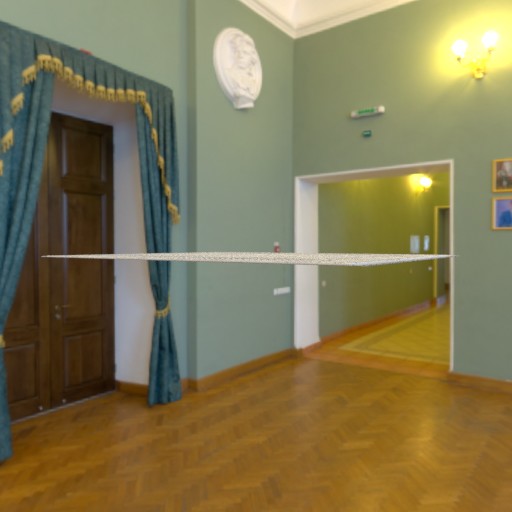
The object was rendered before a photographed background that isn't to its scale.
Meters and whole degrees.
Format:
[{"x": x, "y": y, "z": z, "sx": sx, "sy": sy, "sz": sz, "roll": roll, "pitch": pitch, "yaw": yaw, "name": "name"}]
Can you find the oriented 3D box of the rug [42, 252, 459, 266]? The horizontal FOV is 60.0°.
[{"x": 0.000, "y": 0.000, "z": 3.929, "sx": 2.940, "sy": 0.013, "sz": 2.312, "roll": 1, "pitch": 2, "yaw": 35, "name": "rug"}]
